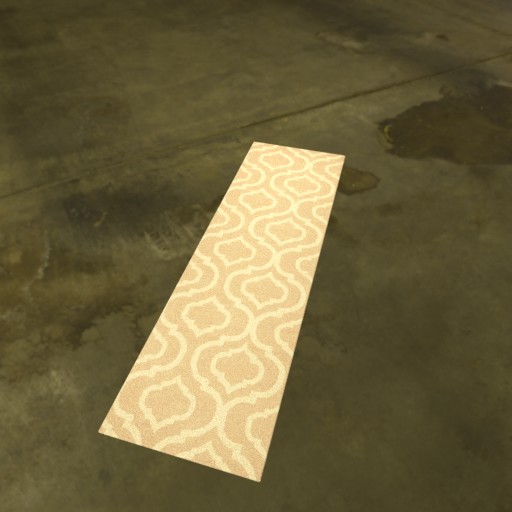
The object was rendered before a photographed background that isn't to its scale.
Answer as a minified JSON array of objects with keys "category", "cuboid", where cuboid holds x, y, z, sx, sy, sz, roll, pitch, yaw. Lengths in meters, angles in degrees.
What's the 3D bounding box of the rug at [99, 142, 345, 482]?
[{"category":"rug","cuboid":[0.000,0.000,2.516,0.691,0.013,2.289,12,47,11]}]
